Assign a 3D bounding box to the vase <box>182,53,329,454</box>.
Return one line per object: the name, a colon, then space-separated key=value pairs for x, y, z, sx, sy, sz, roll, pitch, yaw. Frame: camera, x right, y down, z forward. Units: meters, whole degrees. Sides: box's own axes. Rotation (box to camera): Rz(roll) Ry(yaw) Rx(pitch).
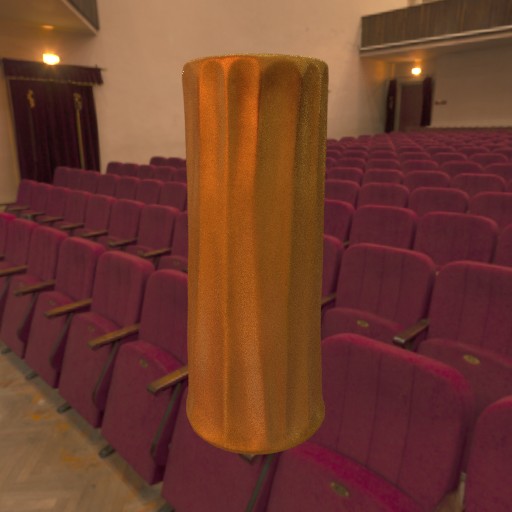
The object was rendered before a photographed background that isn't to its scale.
vase: x=0.000 y=0.000 z=0.179 sx=0.061 sy=0.143 sz=0.061 roll=0 pitch=16 yaw=0
